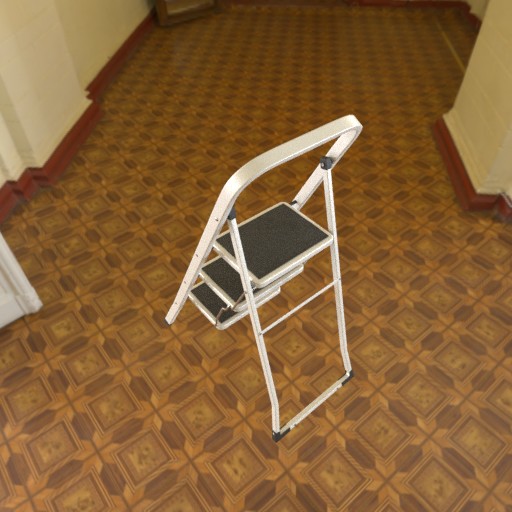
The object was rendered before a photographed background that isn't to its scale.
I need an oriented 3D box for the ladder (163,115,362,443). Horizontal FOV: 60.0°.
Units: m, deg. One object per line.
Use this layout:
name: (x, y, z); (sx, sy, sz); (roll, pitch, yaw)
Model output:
ladder: (0.000, 0.000, 1.462); (0.460, 1.050, 0.711); (-30, 52, -27)
